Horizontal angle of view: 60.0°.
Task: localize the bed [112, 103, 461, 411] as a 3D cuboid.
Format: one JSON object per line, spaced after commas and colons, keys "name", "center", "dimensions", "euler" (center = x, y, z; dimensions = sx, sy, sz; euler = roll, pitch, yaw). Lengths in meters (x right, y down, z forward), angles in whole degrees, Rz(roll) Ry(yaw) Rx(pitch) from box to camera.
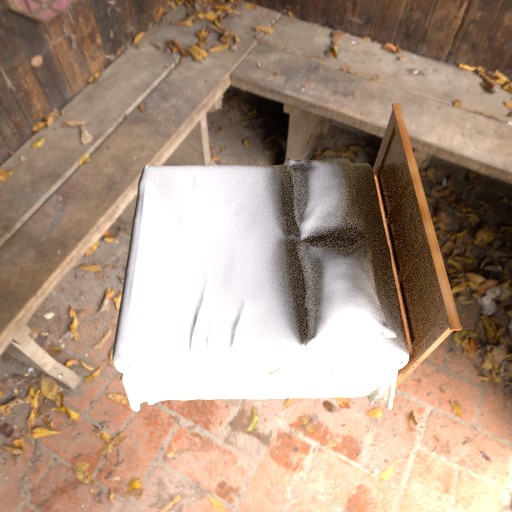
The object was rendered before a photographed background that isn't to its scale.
{"name": "bed", "center": [0.000, 0.000, 3.139], "dimensions": [2.035, 1.273, 1.870], "euler": [-1, 58, 0]}
